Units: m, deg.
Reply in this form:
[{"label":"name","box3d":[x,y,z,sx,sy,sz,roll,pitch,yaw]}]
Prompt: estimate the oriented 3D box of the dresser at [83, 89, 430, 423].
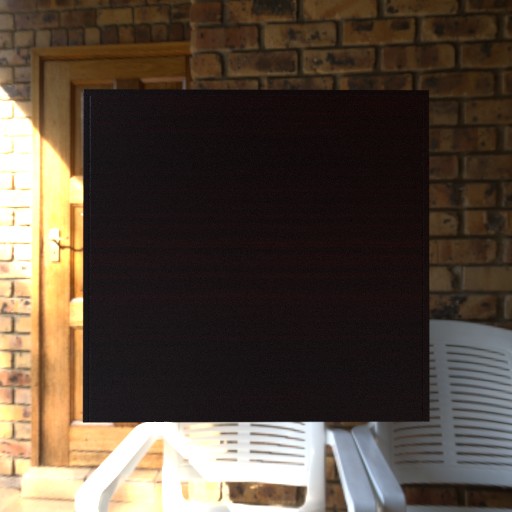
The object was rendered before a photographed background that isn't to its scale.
[{"label":"dresser","box3d":[0.000,0.000,1.138,0.750,0.720,0.360,0,0,0]}]
